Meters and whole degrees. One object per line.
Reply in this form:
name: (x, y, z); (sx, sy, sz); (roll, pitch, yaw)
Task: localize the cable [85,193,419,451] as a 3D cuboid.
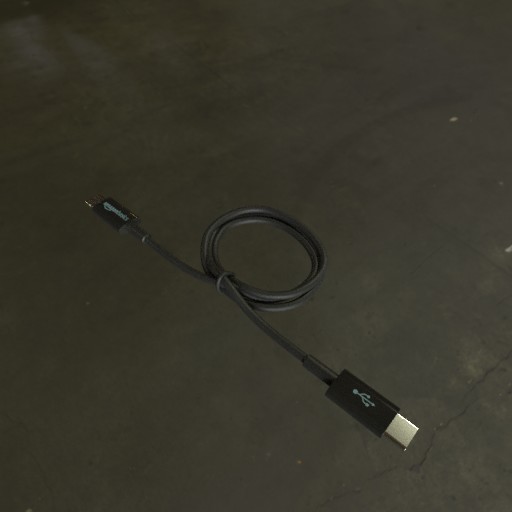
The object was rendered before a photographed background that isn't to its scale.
cable: (0.000, 0.000, 0.220); (0.203, 0.014, 0.070); (33, 56, 27)
